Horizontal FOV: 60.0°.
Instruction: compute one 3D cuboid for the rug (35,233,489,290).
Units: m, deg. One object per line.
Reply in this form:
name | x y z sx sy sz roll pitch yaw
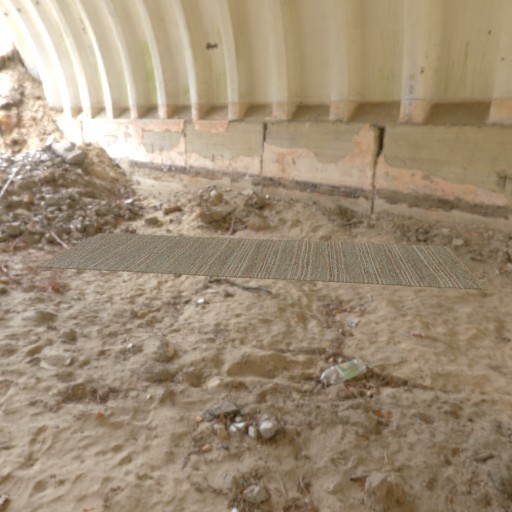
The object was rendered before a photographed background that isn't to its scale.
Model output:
rug | 0.000 0.000 2.726 2.438 0.006 0.783 2 17 8
